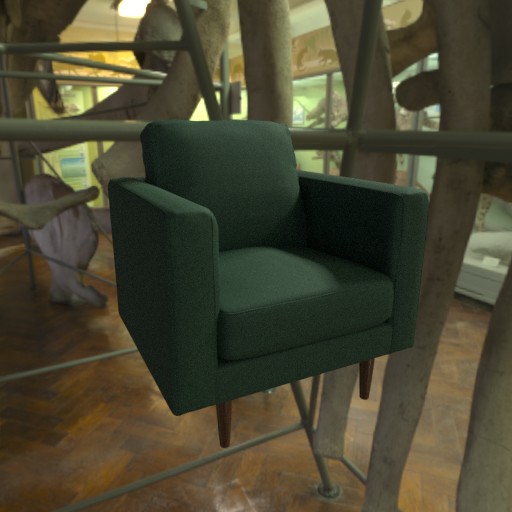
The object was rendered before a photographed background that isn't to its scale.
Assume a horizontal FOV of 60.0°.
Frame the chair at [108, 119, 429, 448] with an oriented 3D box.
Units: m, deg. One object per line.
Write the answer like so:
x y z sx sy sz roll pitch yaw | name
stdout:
0.000 0.000 1.557 0.855 0.927 0.800 -8 18 -26 | chair
